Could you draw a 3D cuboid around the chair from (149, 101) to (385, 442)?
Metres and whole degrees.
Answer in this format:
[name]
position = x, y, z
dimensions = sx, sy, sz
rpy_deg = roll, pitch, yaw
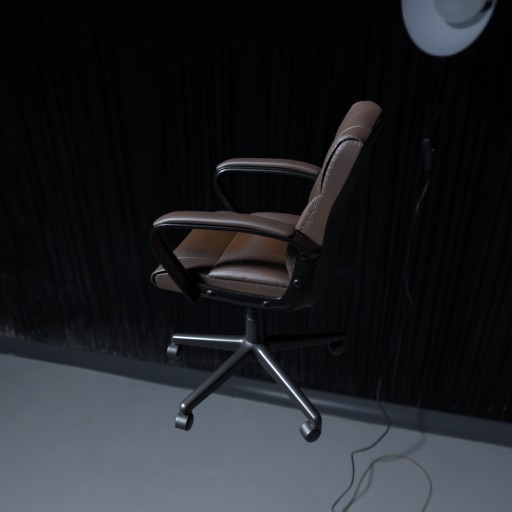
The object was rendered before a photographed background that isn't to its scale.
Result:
[chair]
position = 0.000, 0.000, 1.500
dimensions = 0.717, 1.004, 0.739
rpy_deg = 8, 30, 14
